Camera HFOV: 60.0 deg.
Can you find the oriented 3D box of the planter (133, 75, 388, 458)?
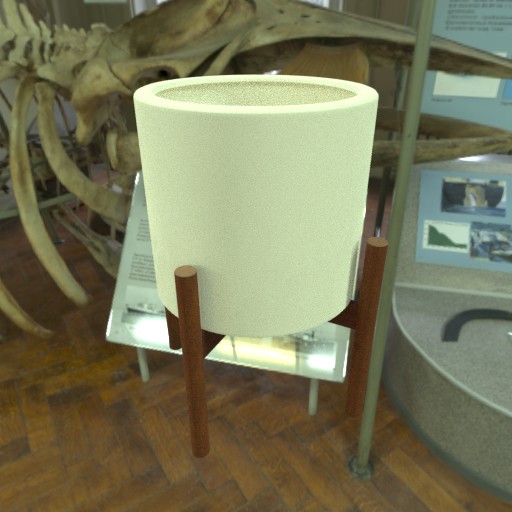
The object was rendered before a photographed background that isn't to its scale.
[{"bbox_3d":[0.000,0.000,0.499,0.224,0.358,0.224,-8,29,-15],"label":"planter"}]
